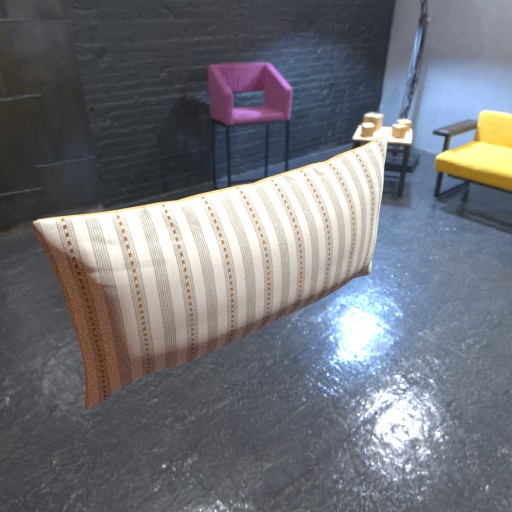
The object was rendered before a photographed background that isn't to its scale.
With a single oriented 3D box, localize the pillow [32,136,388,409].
[{"bbox_3d":[0.000,0.000,0.713,0.608,0.291,0.151,-21,36,-32],"label":"pillow"}]
